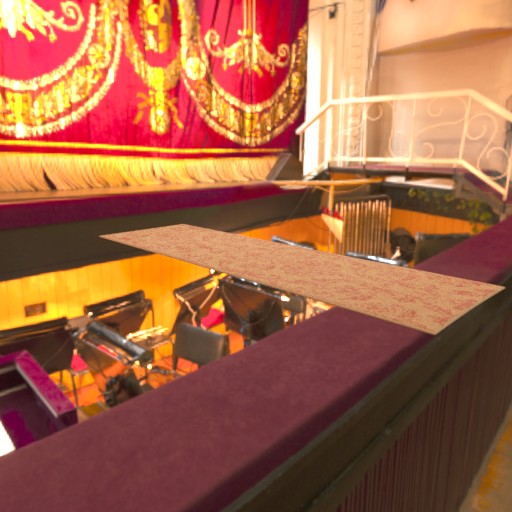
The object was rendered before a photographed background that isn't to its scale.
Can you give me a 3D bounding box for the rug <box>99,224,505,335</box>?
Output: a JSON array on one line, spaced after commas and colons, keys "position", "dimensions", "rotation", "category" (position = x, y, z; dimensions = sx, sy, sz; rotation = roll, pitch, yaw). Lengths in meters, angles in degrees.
[{"position": [0.000, 0.000, 2.321], "dimensions": [0.662, 0.011, 2.196], "rotation": [-13, 19, -43], "category": "rug"}]
